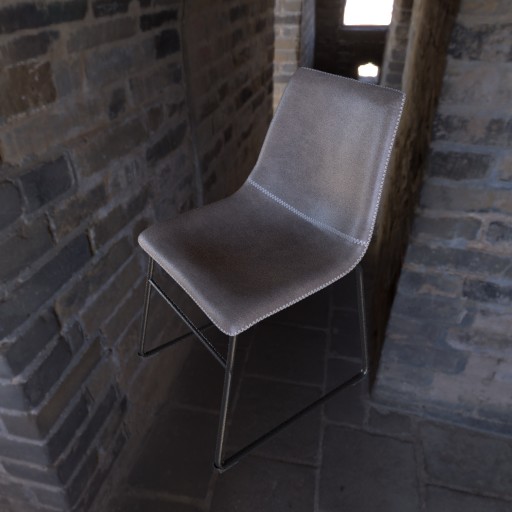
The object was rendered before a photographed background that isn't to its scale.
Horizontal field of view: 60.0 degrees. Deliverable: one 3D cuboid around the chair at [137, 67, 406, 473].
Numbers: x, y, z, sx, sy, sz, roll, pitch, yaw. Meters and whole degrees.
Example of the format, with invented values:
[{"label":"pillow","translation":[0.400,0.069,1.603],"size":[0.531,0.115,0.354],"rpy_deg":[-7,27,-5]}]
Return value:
[{"label":"chair","translation":[0.000,0.000,1.101],"size":[0.550,0.780,0.460],"rpy_deg":[-22,39,-29]}]
